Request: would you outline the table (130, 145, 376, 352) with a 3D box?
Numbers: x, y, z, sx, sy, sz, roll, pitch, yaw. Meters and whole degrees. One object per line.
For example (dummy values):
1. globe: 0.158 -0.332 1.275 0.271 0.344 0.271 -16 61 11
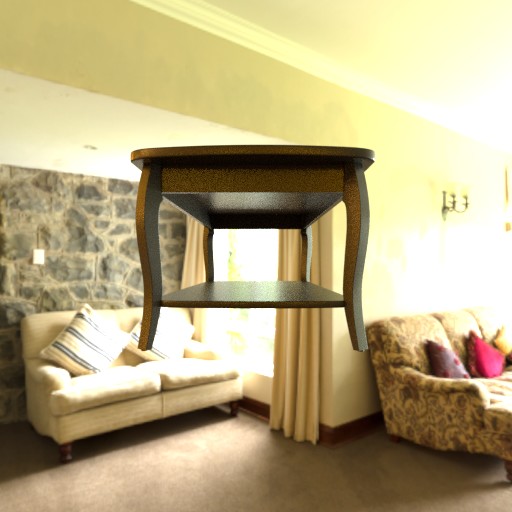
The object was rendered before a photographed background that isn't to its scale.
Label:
1. table: 0.000 0.000 1.613 0.571 0.457 1.333 0 -1 1
